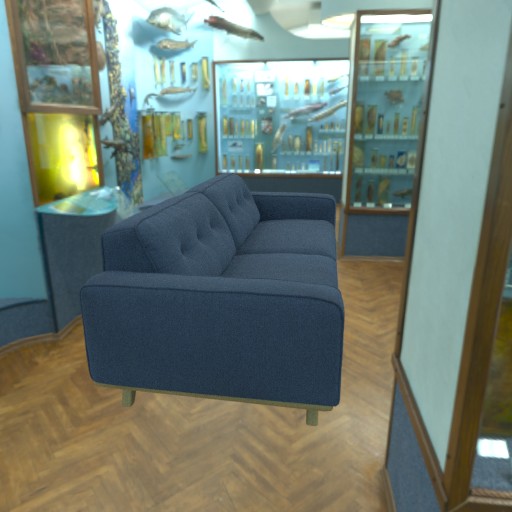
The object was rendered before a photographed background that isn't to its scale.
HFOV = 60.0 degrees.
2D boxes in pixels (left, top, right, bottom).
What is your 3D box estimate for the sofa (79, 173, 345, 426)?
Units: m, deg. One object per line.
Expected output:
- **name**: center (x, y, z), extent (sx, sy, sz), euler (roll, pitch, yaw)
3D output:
- **sofa**: center (0.000, 0.000, 2.612), extent (0.953, 0.782, 2.270), euler (3, 17, 9)
